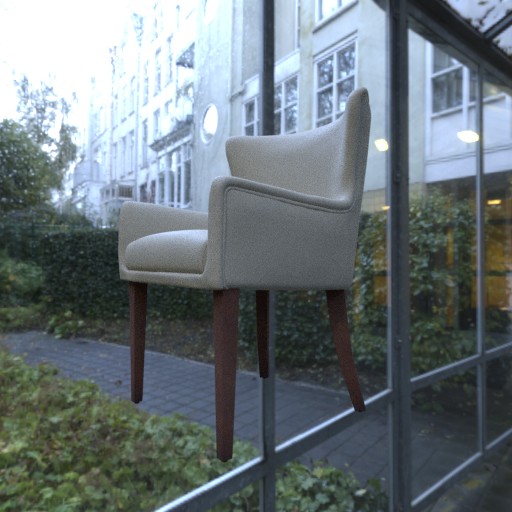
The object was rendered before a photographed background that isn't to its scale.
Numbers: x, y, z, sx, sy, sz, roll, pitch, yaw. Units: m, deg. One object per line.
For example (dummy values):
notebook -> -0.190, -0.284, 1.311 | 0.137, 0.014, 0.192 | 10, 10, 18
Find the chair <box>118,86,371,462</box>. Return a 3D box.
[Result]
chair -> 0.000, 0.000, 1.408 | 0.686, 0.952, 0.660 | 0, 0, -37
